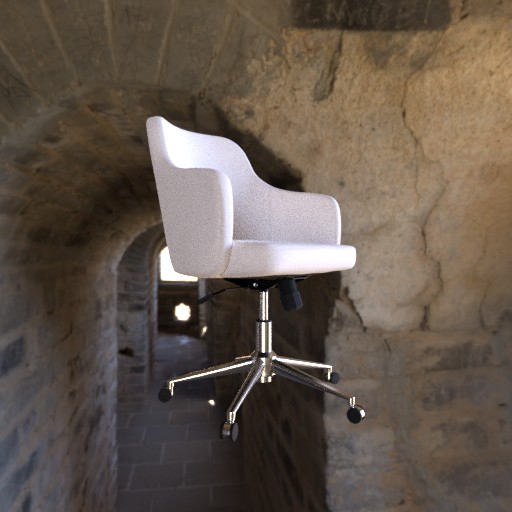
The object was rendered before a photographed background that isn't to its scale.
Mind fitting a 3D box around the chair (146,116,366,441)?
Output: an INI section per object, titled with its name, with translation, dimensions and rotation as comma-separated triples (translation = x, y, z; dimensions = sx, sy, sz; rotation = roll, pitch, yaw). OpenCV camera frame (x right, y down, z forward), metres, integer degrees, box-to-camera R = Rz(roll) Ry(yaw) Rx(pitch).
[chair]
translation = 0.000, 0.000, 1.272
dimensions = 0.647, 0.819, 0.602
rotation = 0, 0, 36
